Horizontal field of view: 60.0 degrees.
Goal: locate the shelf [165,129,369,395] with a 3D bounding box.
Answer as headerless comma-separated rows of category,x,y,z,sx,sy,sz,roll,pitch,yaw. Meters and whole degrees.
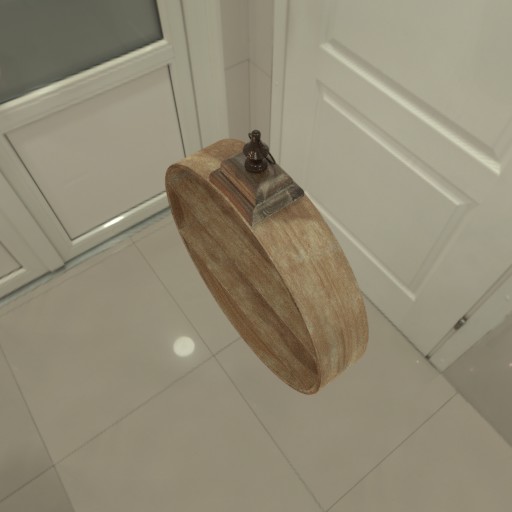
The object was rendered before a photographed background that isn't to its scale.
shelf,0.000,0.000,0.992,0.125,0.725,0.601,-32,63,-18
